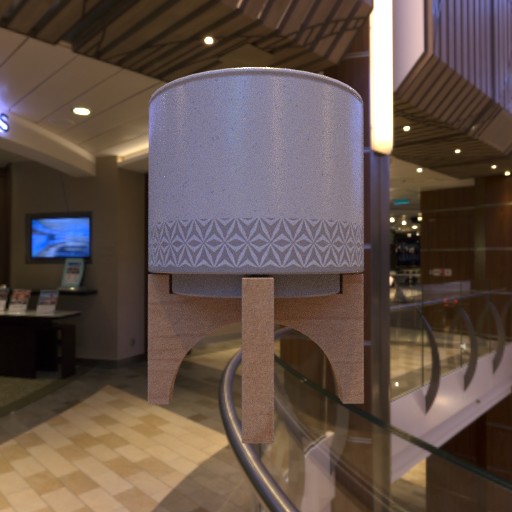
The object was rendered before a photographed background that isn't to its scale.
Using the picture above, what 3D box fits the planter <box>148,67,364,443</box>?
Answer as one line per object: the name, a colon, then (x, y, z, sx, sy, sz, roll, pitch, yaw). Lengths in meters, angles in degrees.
planter: (0.000, 0.000, 0.274, 0.130, 0.178, 0.130, 0, -1, 0)
